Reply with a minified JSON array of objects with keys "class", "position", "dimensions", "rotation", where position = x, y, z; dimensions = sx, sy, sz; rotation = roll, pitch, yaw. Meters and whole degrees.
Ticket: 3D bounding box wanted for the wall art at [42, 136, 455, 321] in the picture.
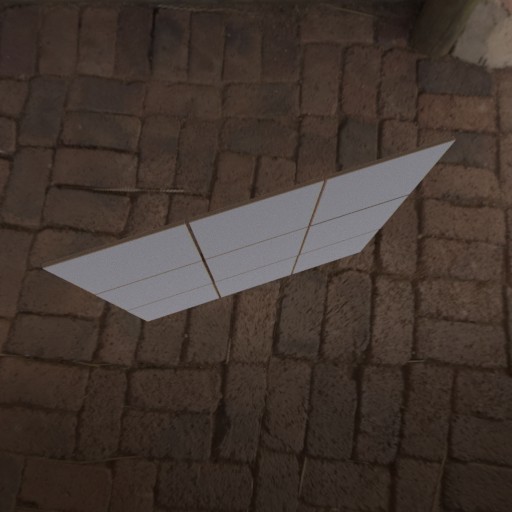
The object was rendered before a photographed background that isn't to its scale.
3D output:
[{"class":"wall art","position":[0.000,0.000,2.290],"dimensions":[1.527,1.521,0.017],"rotation":[-18,76,-5]}]
